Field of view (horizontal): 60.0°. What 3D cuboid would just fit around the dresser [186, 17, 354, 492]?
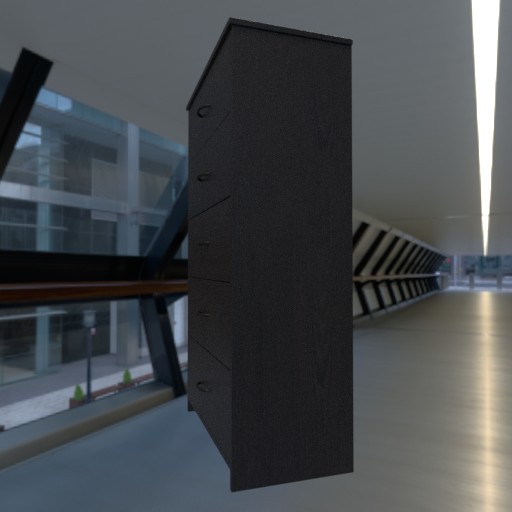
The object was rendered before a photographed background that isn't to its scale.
[{"bbox_3d":[0.000,0.000,1.557,0.418,1.254,0.704,0,-1,-18],"label":"dresser"}]
